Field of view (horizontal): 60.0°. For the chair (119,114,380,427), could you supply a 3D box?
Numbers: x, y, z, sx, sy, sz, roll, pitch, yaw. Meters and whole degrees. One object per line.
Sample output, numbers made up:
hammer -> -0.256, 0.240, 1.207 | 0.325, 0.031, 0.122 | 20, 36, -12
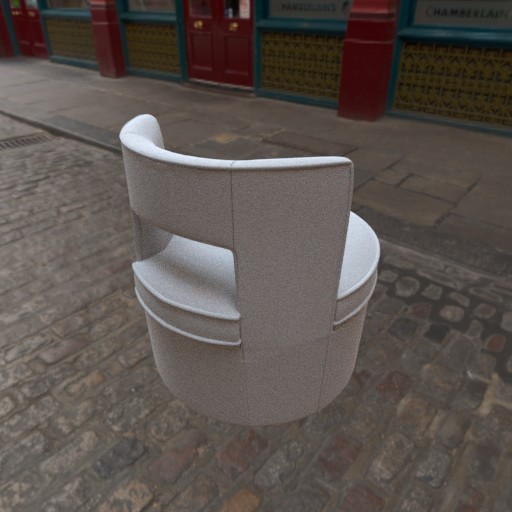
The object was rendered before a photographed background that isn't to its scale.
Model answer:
chair -> 0.000, 0.000, 1.219 | 0.650, 0.723, 0.665 | 22, 37, 33
